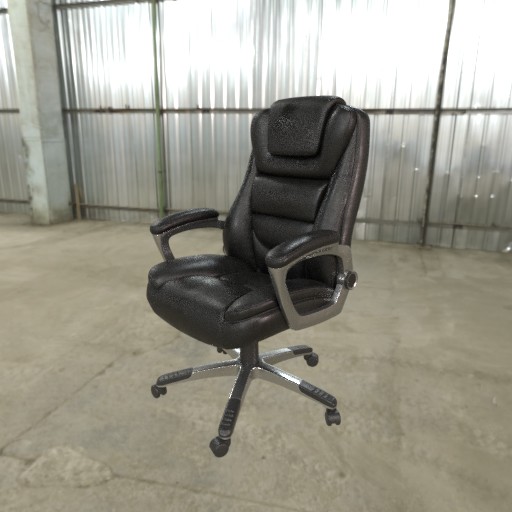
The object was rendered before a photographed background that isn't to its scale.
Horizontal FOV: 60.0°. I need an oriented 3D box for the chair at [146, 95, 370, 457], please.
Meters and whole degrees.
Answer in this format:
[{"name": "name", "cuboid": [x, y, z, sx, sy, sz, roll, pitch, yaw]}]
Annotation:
[{"name": "chair", "cuboid": [0.000, 0.000, 1.536, 0.697, 1.075, 0.689, 15, 22, 43]}]
